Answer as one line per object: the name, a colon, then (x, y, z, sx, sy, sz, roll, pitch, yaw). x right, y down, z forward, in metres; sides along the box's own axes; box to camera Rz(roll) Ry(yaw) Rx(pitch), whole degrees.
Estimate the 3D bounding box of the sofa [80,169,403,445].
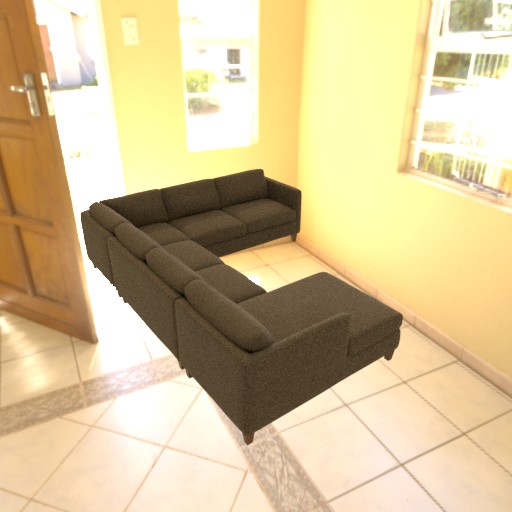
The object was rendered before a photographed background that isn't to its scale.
sofa: (0.000, 0.000, 4.529, 2.551, 0.853, 3.238, -18, 32, -32)
